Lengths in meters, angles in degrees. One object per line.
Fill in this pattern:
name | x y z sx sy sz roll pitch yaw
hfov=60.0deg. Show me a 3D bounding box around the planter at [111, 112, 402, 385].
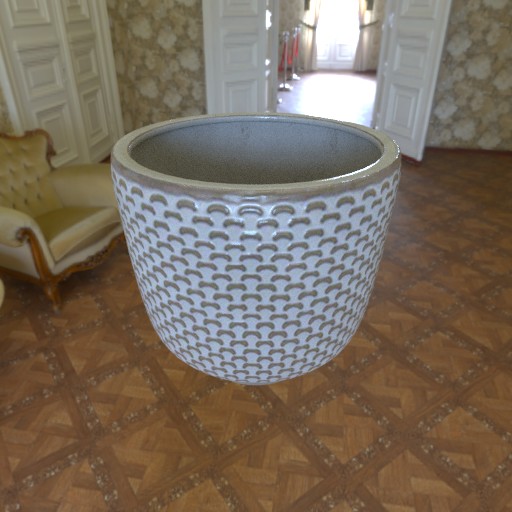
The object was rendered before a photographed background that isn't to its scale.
planter | 0.000 0.000 0.248 0.139 0.130 0.139 0 29 0
